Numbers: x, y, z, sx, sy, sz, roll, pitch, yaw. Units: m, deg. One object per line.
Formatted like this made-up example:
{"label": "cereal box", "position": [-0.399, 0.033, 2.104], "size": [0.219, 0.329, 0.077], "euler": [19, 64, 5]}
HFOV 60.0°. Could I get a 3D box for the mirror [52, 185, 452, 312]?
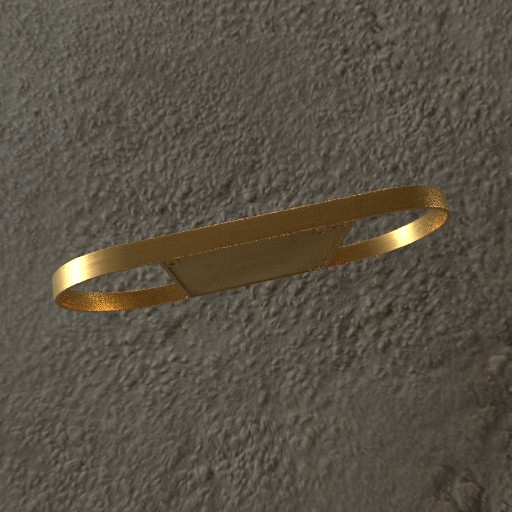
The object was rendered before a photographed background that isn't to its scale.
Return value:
{"label": "mirror", "position": [0.000, 0.000, 0.665], "size": [0.584, 0.254, 0.032], "euler": [-12, 75, -3]}
